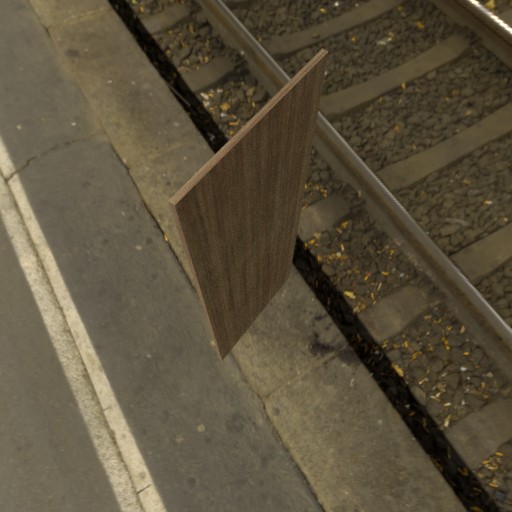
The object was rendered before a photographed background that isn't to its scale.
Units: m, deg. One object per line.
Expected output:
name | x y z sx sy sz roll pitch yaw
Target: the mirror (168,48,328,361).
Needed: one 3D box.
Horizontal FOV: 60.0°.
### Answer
mirror | 0.000 0.000 2.352 0.025 2.032 0.812 35 69 15
